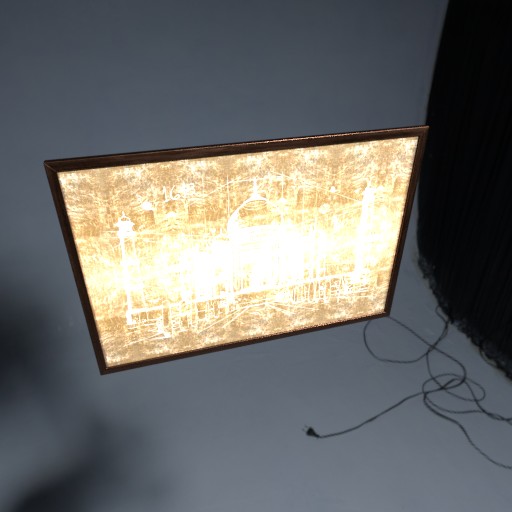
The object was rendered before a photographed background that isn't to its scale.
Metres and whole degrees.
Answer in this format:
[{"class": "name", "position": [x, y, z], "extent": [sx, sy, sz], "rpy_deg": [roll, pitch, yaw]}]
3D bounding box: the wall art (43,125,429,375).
[{"class": "wall art", "position": [0.000, 0.000, 1.064], "extent": [0.816, 0.559, 0.014], "rpy_deg": [-9, 34, -14]}]
